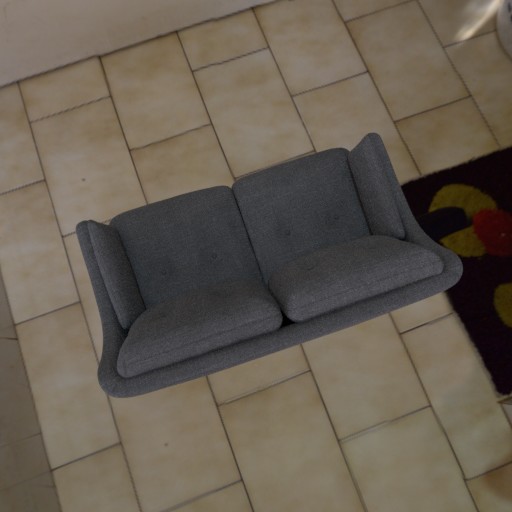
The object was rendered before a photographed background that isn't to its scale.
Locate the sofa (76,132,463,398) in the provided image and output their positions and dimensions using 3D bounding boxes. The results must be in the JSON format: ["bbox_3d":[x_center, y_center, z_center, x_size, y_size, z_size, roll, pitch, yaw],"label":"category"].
[{"bbox_3d":[0.000,0.000,2.280,1.646,0.887,0.976,-18,77,-4],"label":"sofa"}]
